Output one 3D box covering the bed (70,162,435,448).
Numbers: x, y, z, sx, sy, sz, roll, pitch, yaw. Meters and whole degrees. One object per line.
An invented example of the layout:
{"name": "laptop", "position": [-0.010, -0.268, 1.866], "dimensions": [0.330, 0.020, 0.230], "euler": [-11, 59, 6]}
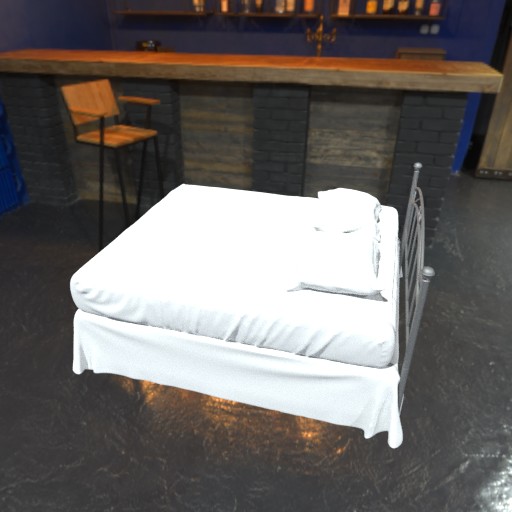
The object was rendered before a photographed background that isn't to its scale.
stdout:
{"name": "bed", "position": [0.000, 0.000, 3.216], "dimensions": [2.215, 1.080, 1.936], "euler": [8, 31, 14]}
